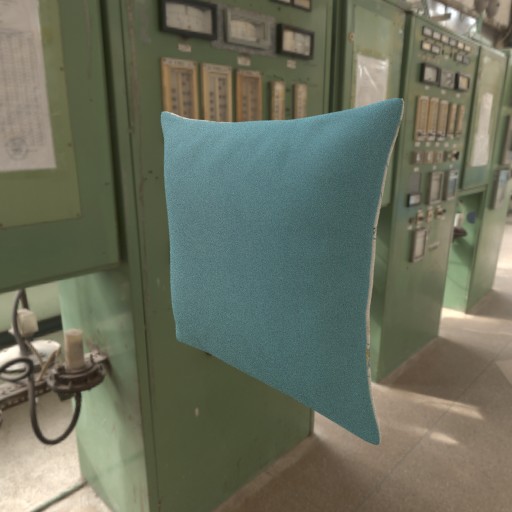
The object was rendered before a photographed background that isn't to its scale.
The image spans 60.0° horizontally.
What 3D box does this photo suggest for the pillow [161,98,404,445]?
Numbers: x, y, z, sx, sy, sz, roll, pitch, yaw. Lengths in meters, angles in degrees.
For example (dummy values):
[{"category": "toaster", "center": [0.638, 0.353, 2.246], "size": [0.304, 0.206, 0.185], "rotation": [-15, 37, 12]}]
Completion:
[{"category": "pillow", "center": [0.000, 0.000, 0.789], "size": [0.526, 0.507, 0.166], "rotation": [15, 21, 43]}]
